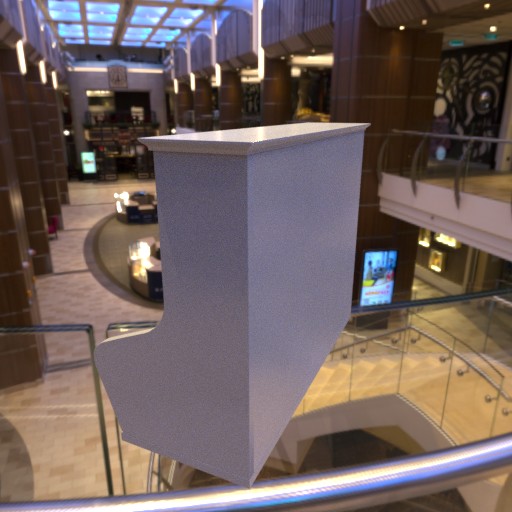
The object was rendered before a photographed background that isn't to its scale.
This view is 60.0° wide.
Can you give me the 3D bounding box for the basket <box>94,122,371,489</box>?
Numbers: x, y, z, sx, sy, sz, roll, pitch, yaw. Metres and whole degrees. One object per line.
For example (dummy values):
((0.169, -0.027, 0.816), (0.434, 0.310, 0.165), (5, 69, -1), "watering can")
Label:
((0.000, 0.000, 1.079), (0.350, 0.600, 0.780), (8, 20, 24), "basket")
